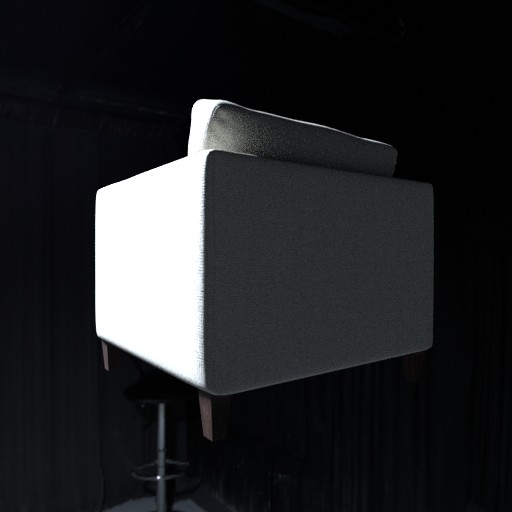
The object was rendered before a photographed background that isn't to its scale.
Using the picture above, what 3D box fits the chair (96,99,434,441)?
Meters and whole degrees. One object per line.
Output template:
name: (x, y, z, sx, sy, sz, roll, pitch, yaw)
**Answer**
chair: (0.000, 0.000, 1.730, 0.996, 0.919, 0.959, 0, 1, -36)
